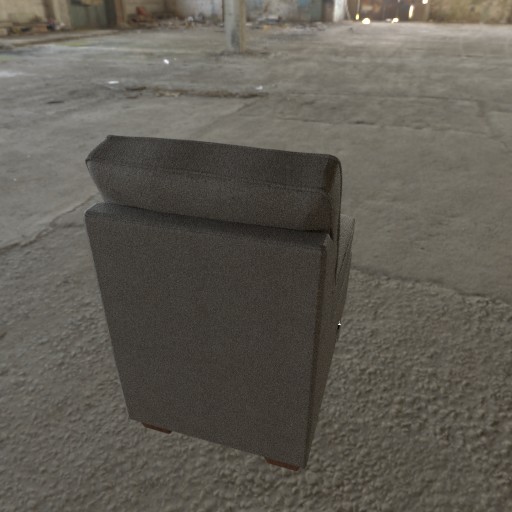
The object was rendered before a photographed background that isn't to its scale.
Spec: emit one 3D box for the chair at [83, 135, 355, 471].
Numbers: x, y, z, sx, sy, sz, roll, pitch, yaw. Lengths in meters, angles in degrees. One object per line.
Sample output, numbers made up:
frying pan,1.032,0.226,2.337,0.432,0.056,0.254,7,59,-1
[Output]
chair,0.000,0.000,1.545,0.621,0.970,0.938,9,31,15
